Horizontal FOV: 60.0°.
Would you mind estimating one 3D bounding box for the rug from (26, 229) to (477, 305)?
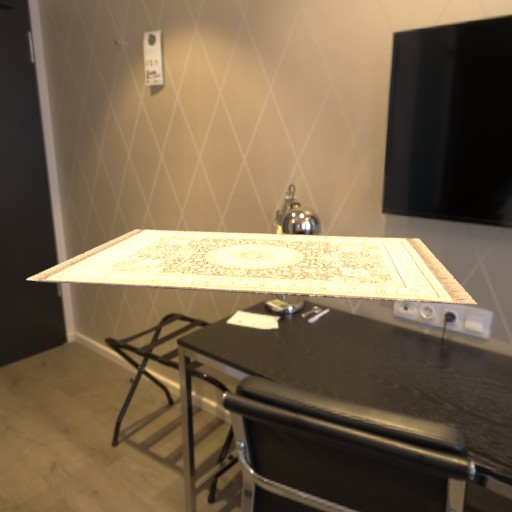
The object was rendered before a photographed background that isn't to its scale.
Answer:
[{"bbox_3d":[0.000,0.000,4.313,3.422,0.015,2.143,2,15,9],"label":"rug"}]
